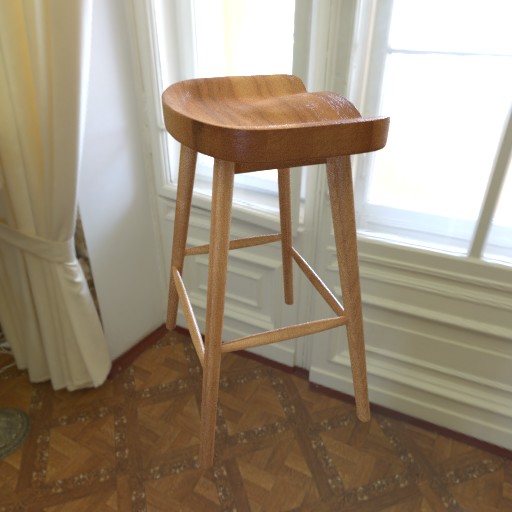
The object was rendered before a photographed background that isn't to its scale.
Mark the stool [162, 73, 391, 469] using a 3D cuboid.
[{"bbox_3d":[0.000,0.000,0.886,0.361,0.615,0.440,-10,33,-16],"label":"stool"}]
